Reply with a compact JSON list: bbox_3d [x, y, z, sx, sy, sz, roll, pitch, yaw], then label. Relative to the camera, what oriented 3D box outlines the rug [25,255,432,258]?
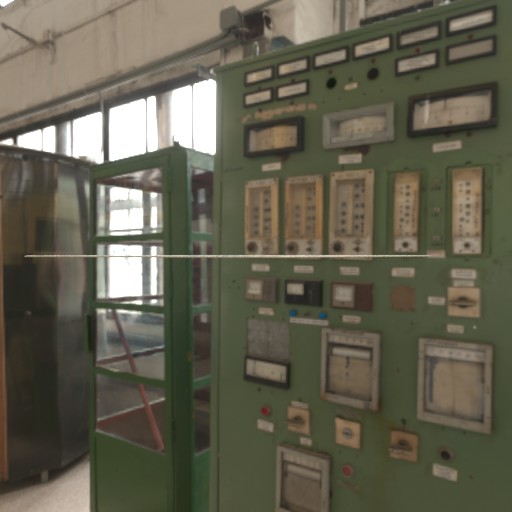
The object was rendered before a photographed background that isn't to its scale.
[{"bbox_3d":[0.000,0.000,4.029,2.363,0.012,2.980,0,0,35],"label":"rug"}]
